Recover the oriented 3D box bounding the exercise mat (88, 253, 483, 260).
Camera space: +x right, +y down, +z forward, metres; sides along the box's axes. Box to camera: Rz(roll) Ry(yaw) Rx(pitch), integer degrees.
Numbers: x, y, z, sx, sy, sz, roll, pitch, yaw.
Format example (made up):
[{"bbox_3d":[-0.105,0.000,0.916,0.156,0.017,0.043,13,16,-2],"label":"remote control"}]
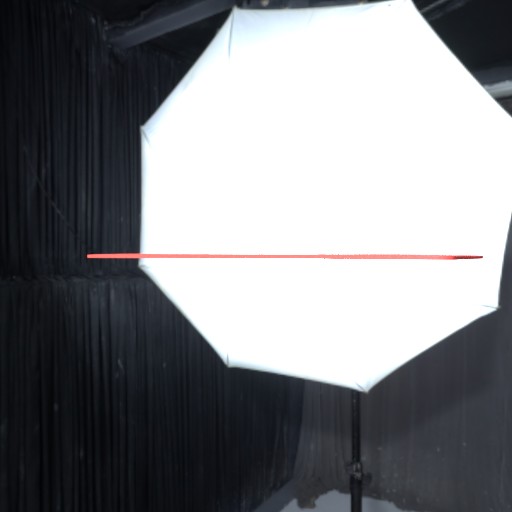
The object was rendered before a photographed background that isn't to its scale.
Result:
[{"bbox_3d":[0.000,0.000,2.104,1.869,0.021,0.616,0,0,35],"label":"exercise mat"}]
